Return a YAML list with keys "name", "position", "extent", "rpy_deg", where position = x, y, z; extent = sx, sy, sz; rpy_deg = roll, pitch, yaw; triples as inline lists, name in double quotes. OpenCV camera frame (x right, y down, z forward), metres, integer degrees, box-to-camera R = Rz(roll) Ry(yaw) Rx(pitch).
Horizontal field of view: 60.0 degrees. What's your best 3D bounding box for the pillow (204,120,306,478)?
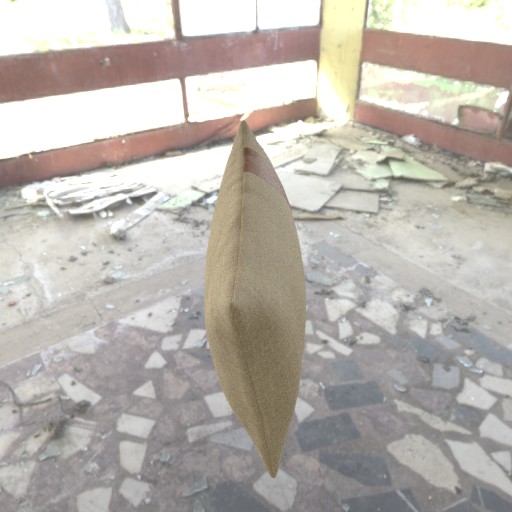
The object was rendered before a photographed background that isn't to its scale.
- name: "pillow"
  position: [0.000, 0.000, 0.741]
  extent: [0.155, 0.282, 0.612]
  rpy_deg: [0, 33, 0]
